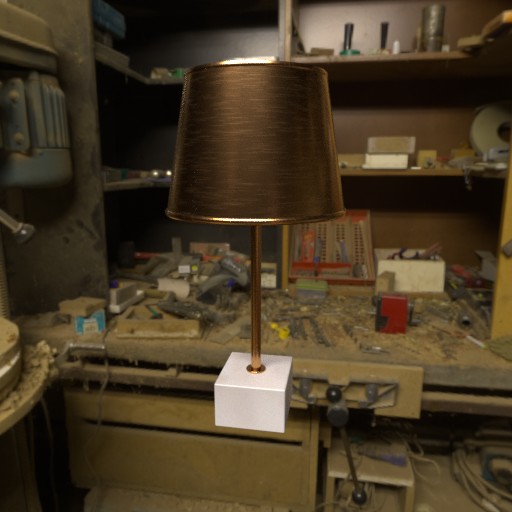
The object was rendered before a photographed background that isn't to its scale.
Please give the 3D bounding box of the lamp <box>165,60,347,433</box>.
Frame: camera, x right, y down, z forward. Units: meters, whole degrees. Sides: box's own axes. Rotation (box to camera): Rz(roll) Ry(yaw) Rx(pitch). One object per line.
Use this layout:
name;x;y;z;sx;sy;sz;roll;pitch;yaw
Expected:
lamp;0.000;0.000;0.530;0.208;0.406;0.208;0;12;0
